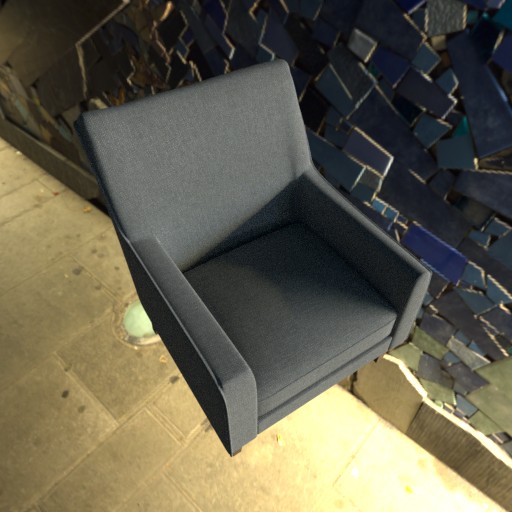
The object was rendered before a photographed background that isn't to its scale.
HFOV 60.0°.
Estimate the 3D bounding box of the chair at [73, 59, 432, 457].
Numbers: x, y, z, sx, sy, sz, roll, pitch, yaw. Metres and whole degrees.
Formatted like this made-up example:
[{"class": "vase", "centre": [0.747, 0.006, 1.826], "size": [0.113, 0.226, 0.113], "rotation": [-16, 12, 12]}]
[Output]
[{"class": "chair", "centre": [0.000, 0.000, 1.551], "size": [0.780, 0.919, 0.899], "rotation": [-25, 51, -22]}]
